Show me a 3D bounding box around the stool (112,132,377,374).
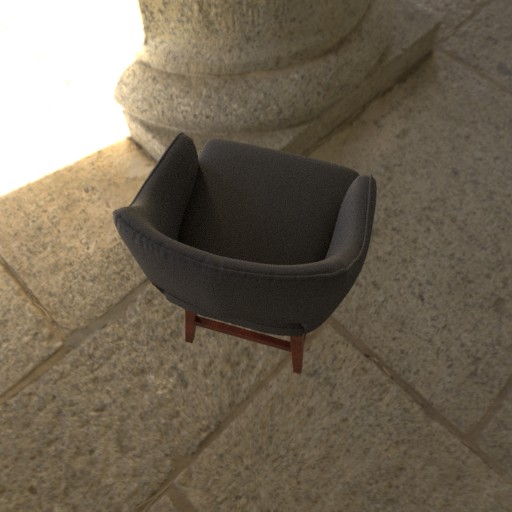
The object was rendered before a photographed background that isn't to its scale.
[{"bbox_3d":[0.000,0.000,1.258,0.548,0.912,0.558,14,64,7],"label":"stool"}]
